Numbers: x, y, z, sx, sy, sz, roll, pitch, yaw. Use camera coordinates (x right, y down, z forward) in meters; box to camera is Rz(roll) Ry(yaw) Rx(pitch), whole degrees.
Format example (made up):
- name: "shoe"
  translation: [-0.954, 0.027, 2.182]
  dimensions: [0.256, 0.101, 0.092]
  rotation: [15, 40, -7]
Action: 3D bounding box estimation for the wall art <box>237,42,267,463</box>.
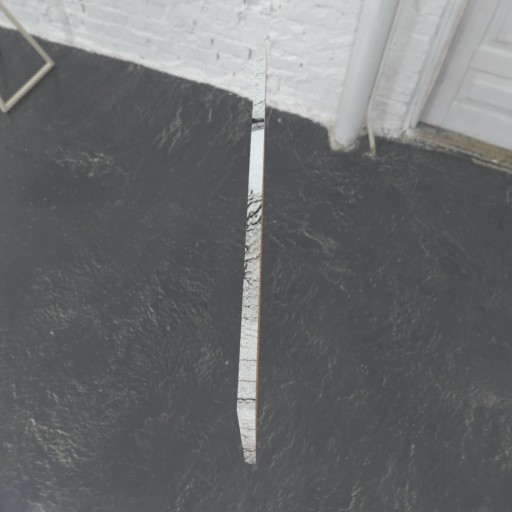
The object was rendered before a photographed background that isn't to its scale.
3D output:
- name: "wall art"
  translation: [0.000, 0.000, 1.440]
  dimensions: [0.035, 0.758, 1.141]
  rotation: [2, 58, 1]
